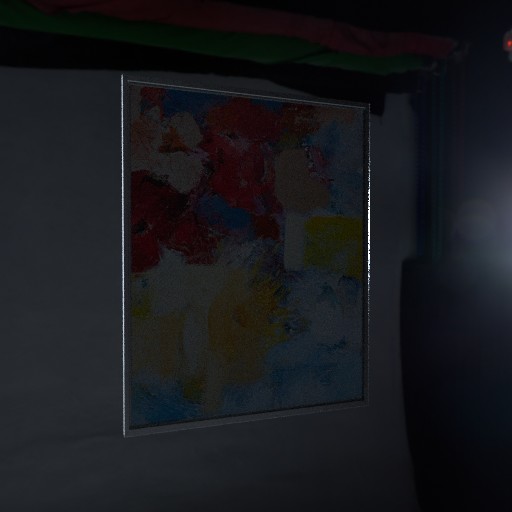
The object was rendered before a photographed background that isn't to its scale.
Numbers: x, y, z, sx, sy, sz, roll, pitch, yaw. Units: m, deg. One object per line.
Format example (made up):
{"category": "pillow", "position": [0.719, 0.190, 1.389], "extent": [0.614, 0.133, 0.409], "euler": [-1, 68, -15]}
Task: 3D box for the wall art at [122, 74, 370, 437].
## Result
{"category": "wall art", "position": [0.000, 0.000, 1.419], "extent": [0.816, 1.046, 0.030], "euler": [0, 1, -19]}
